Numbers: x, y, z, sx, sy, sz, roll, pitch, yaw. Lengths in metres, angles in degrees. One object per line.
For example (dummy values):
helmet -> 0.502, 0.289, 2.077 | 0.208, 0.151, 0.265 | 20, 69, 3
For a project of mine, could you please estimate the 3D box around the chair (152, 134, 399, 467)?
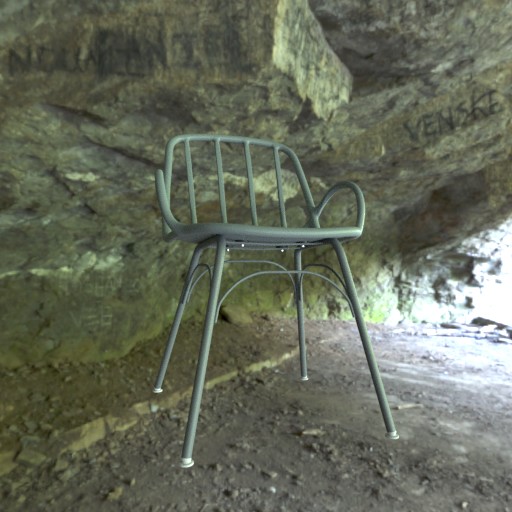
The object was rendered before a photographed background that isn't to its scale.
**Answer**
chair -> 0.000, 0.000, 1.201 | 0.549, 0.816, 0.597 | 0, -1, -17
